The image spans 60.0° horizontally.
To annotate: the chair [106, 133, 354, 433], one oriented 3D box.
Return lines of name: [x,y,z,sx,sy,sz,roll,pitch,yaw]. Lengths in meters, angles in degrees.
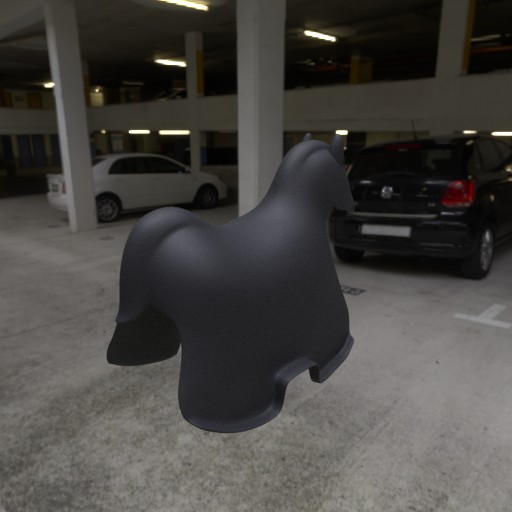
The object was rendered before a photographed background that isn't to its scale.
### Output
chair: [0.000,0.000,1.152,0.429,0.612,0.800,15,22,43]
